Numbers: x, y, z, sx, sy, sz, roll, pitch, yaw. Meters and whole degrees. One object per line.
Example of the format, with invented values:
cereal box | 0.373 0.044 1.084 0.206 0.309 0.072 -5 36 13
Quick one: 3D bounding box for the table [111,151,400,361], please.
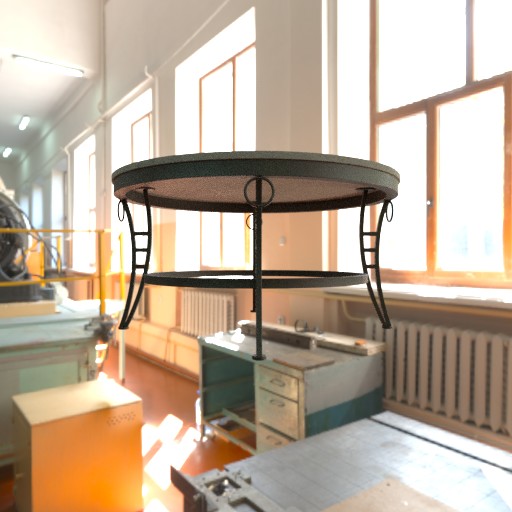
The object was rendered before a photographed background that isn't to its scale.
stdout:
table | 0.000 0.000 1.434 0.889 0.470 0.889 0 0 0
